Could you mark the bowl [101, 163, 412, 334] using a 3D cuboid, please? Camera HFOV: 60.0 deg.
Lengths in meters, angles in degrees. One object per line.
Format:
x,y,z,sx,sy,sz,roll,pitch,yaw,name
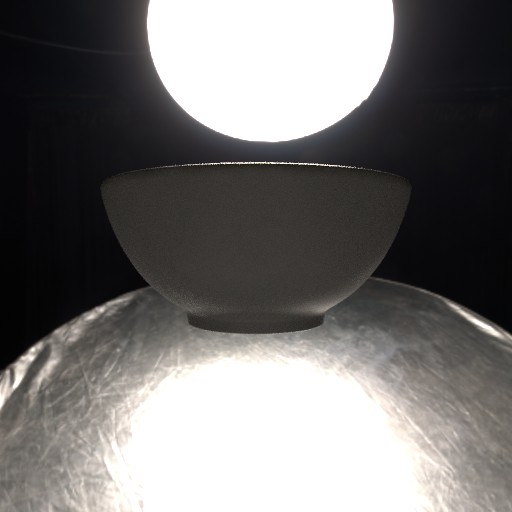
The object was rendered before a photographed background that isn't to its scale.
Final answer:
0.000,0.000,0.406,0.268,0.121,0.268,0,1,0,bowl
